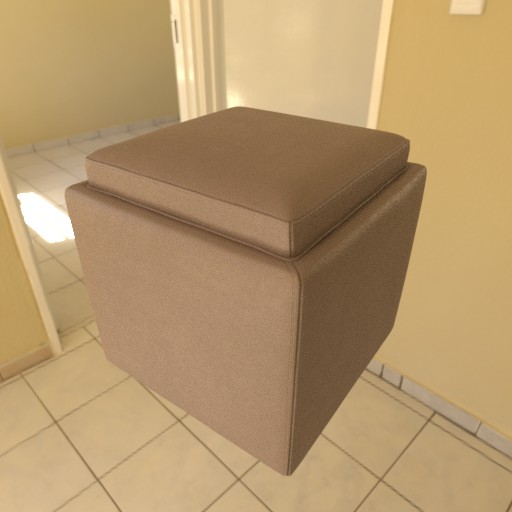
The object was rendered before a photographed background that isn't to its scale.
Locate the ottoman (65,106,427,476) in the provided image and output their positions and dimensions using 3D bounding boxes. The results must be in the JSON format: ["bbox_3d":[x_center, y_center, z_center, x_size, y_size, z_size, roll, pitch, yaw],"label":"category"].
[{"bbox_3d":[0.000,0.000,0.818,0.450,0.460,0.451,21,37,30],"label":"ottoman"}]
